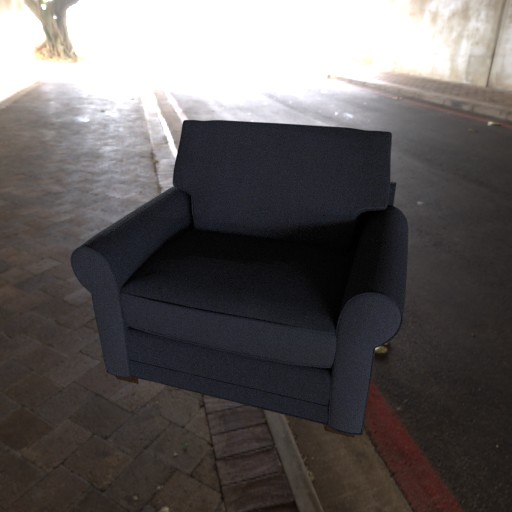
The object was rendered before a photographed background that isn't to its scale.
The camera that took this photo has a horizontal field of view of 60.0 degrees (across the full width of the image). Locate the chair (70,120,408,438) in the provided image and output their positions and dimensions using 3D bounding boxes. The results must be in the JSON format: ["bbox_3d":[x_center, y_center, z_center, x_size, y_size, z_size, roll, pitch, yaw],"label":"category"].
[{"bbox_3d":[0.000,0.000,2.001,1.285,1.044,0.963,8,28,16],"label":"chair"}]
